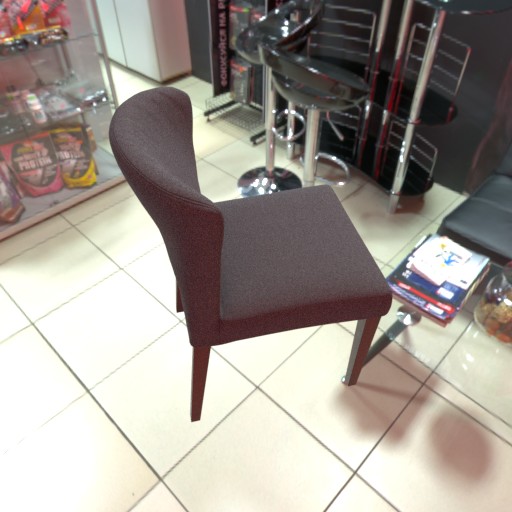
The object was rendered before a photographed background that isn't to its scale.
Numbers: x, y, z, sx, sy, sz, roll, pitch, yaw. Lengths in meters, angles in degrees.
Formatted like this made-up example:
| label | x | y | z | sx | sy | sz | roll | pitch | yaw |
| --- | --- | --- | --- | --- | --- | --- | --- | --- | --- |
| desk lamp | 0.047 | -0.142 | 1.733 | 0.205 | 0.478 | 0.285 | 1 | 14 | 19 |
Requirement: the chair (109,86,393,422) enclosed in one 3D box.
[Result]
| label | x | y | z | sx | sy | sz | roll | pitch | yaw |
| --- | --- | --- | --- | --- | --- | --- | --- | --- | --- |
| chair | 0.000 | 0.000 | 1.198 | 0.592 | 0.839 | 0.491 | -9 | 45 | -9 |
